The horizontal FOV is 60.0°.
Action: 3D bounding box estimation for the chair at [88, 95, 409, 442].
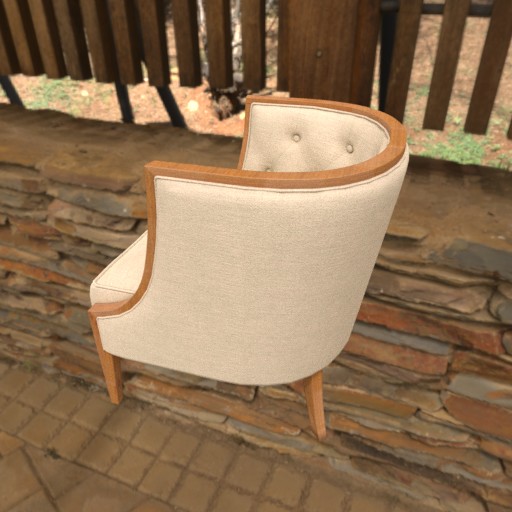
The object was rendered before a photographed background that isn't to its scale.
[{"bbox_3d":[0.000,0.000,1.326,0.757,0.775,0.711,9,33,14],"label":"chair"}]
